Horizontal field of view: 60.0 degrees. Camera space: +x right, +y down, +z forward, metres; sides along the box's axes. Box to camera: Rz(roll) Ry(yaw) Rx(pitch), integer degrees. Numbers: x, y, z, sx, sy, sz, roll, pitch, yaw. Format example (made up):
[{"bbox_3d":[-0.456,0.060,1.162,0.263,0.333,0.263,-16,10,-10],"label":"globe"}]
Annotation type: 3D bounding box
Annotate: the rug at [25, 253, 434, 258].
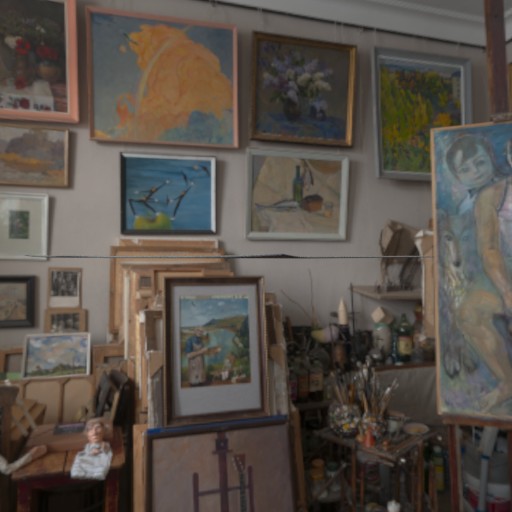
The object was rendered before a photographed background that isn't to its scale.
[{"bbox_3d":[0.000,0.000,3.957,2.343,0.026,2.925,0,0,35],"label":"rug"}]
